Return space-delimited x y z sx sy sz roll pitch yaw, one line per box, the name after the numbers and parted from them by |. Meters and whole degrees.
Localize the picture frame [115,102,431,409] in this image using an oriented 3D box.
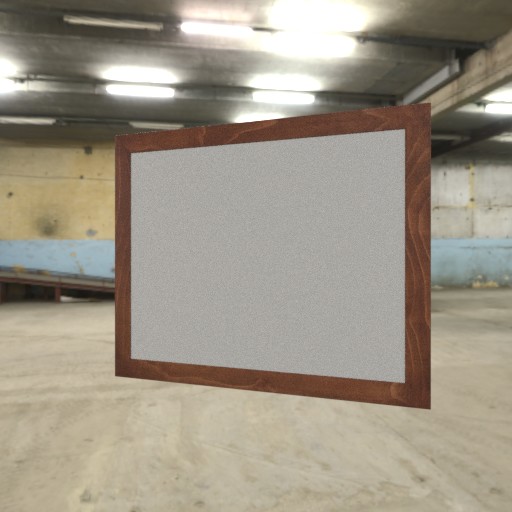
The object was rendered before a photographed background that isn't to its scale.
0.000 0.000 0.763 0.559 0.457 0.025 0 0 19 | picture frame
